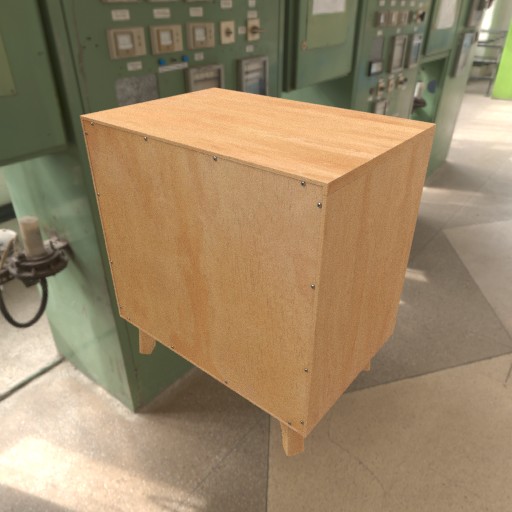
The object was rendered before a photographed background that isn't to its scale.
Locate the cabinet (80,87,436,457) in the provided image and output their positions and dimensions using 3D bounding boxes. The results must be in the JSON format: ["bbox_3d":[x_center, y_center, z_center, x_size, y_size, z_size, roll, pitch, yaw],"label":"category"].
[{"bbox_3d":[0.000,0.000,0.983,0.551,0.599,0.394,23,38,33],"label":"cabinet"}]
